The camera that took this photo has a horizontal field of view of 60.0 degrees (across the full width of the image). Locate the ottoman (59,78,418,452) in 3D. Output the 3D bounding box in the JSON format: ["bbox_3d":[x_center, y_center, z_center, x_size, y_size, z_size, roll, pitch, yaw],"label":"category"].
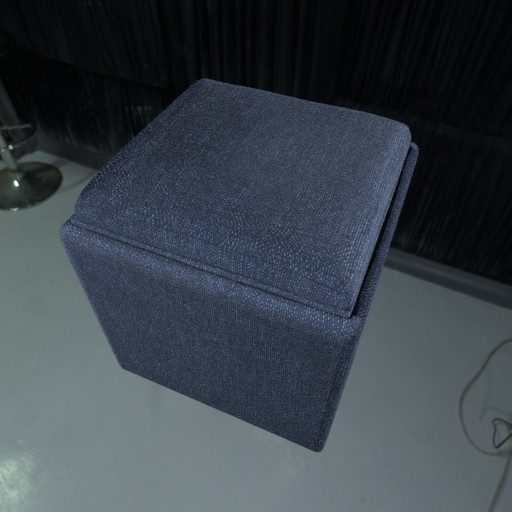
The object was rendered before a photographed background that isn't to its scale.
[{"bbox_3d":[0.000,0.000,0.843,0.454,0.493,0.436,18,50,15],"label":"ottoman"}]
